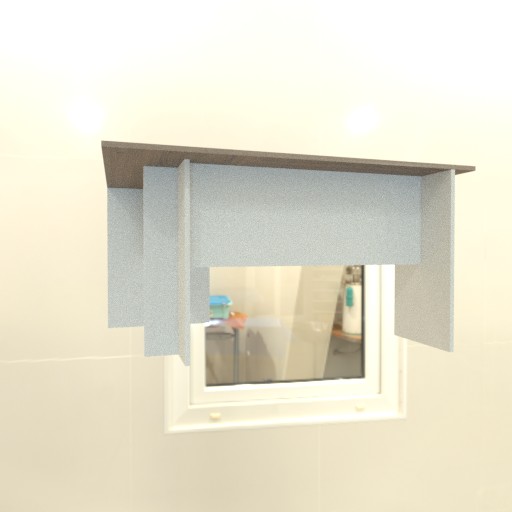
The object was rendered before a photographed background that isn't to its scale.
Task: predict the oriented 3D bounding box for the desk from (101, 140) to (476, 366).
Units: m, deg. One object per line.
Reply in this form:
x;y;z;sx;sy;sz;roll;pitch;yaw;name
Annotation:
0.000;0.000;2.129;1.361;0.716;1.303;0;1;-18;desk
